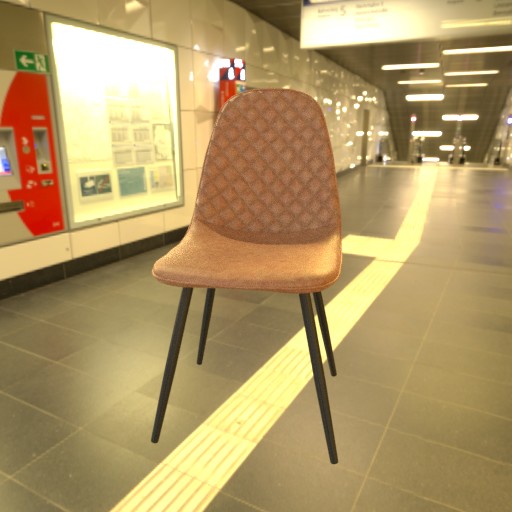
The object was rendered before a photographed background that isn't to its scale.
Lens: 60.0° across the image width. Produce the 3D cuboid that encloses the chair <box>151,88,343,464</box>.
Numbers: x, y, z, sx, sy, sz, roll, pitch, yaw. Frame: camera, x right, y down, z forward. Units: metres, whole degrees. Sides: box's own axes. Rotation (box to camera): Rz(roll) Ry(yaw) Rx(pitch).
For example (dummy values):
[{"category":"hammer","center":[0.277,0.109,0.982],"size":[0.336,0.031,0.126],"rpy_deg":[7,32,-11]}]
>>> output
[{"category":"chair","center":[0.000,0.000,1.185],"size":[0.472,0.889,0.561],"rpy_deg":[3,16,9]}]
